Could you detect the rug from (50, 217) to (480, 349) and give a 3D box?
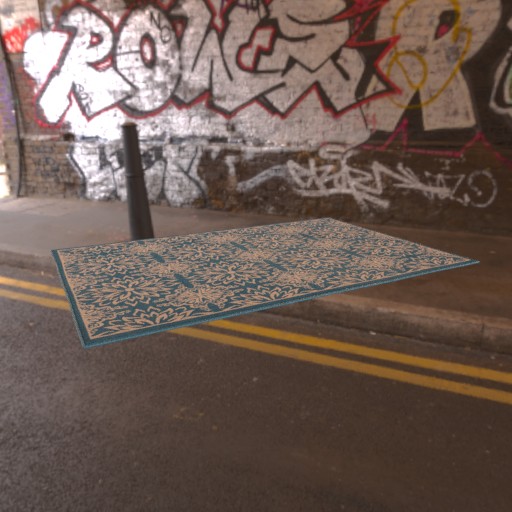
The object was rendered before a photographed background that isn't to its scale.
[{"bbox_3d":[0.000,0.000,2.259,1.833,0.012,1.211,-9,19,-27],"label":"rug"}]
